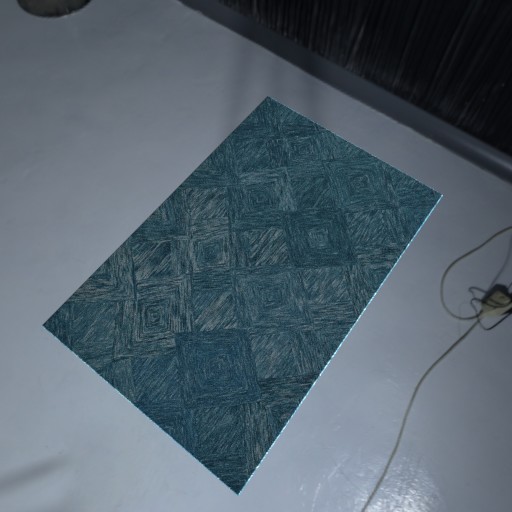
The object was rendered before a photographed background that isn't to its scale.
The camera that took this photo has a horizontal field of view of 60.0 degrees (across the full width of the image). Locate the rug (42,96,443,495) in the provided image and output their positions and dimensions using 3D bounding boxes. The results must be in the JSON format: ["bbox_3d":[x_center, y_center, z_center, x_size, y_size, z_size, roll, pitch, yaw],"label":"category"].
[{"bbox_3d":[0.000,0.000,2.843,1.490,0.015,2.277,34,70,15],"label":"rug"}]
